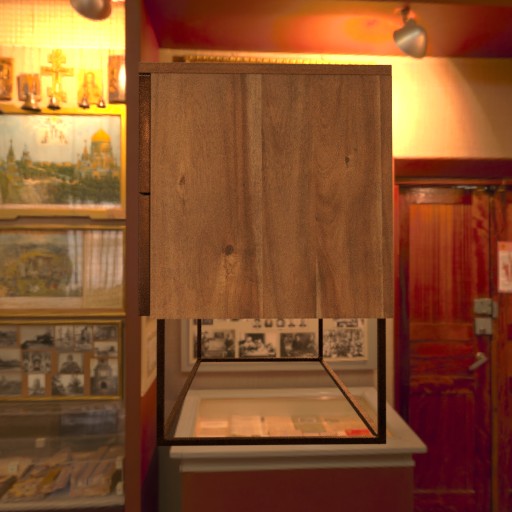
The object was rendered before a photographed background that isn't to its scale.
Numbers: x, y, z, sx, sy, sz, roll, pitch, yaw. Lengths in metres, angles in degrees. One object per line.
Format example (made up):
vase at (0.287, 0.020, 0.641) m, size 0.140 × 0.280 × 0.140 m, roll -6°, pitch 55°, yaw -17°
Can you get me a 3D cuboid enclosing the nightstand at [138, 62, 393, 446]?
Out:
nightstand at (0.000, 0.000, 1.008) m, size 0.427 × 0.611 × 0.605 m, roll 0°, pitch -1°, yaw -1°
